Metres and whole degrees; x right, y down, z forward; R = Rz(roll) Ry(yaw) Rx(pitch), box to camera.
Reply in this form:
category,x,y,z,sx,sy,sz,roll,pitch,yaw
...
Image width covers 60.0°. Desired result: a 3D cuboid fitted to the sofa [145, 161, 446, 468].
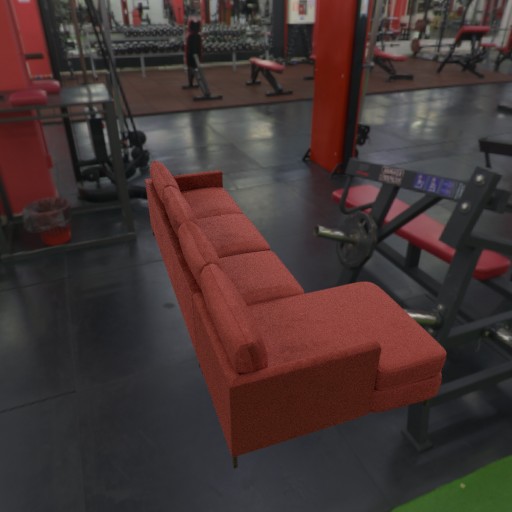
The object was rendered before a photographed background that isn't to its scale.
category,x,y,z,sx,sy,sz,roll,pitch,yaw
sofa,0.000,0.000,4.068,1.500,0.967,3.400,-10,32,-17
